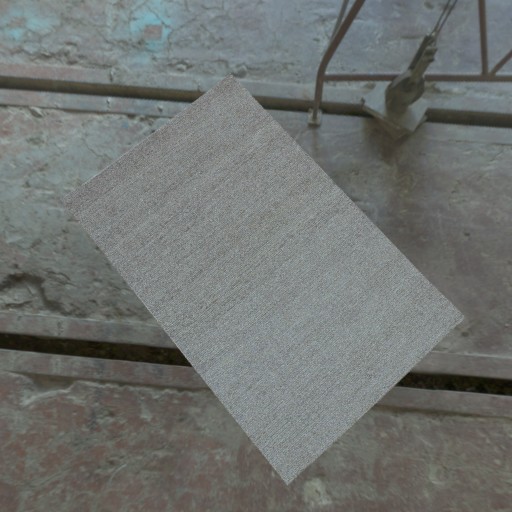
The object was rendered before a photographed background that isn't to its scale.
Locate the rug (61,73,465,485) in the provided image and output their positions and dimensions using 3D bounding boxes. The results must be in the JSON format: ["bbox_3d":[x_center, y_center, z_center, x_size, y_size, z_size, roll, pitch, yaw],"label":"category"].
[{"bbox_3d":[0.000,0.000,2.222,1.154,0.021,1.792,-39,79,-9],"label":"rug"}]
